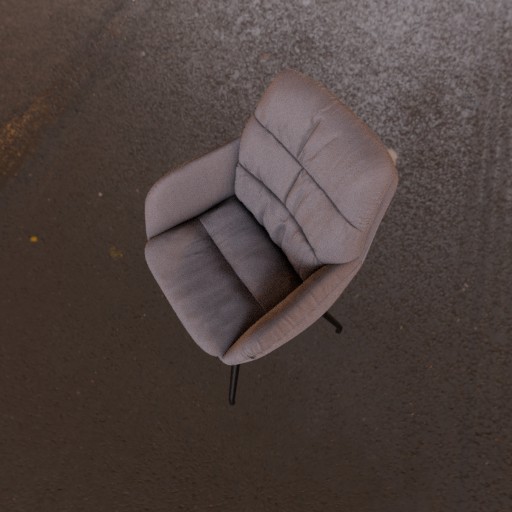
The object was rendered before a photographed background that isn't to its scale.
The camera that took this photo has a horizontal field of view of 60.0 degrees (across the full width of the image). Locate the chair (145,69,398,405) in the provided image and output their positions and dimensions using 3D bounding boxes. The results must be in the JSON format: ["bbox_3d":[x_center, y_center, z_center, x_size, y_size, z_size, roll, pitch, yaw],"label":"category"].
[{"bbox_3d":[0.000,0.000,1.312,0.569,0.888,0.579,-30,66,-15],"label":"chair"}]
